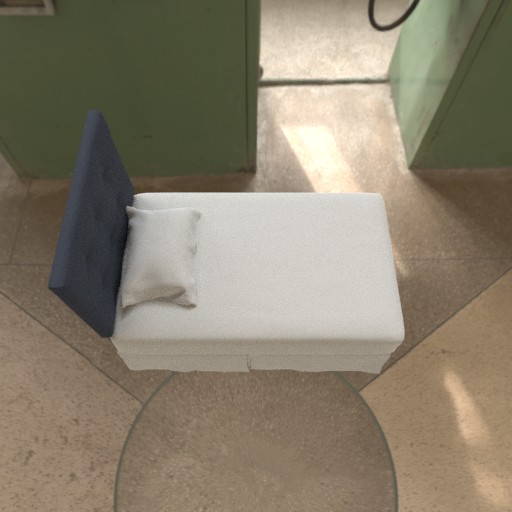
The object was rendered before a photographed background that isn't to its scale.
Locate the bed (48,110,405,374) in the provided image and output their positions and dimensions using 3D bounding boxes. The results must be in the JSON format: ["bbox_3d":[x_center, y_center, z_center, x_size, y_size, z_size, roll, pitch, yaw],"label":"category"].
[{"bbox_3d":[0.000,0.000,3.027,1.997,1.571,1.261,0,63,0],"label":"bed"}]
